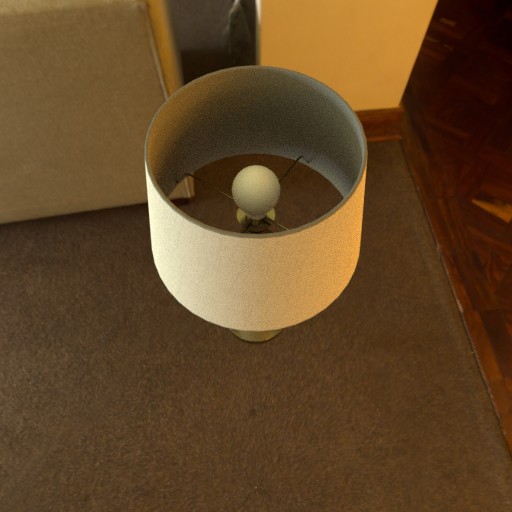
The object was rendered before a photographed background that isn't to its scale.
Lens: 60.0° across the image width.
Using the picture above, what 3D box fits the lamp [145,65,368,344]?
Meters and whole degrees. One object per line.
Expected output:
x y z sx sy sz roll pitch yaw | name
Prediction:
0.000 0.000 0.730 0.309 0.545 0.309 0 62 0 | lamp
